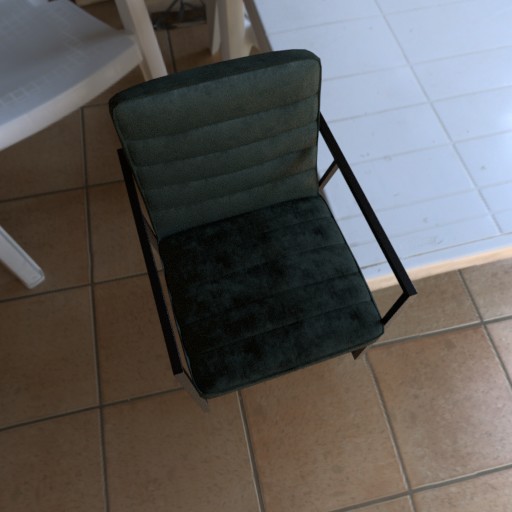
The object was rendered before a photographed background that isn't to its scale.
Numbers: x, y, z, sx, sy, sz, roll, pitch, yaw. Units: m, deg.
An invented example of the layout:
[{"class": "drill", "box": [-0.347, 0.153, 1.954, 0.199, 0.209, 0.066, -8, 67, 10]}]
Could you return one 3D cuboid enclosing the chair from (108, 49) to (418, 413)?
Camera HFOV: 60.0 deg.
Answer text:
[{"class": "chair", "box": [0.000, 0.000, 1.275, 0.571, 0.833, 0.677, -17, 65, -8]}]
